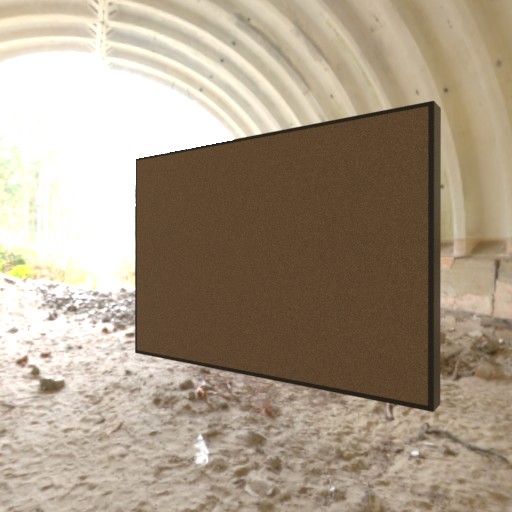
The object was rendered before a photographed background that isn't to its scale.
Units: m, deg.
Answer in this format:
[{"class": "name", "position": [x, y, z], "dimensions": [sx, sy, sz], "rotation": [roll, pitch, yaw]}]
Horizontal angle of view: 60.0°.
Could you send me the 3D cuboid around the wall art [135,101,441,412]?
[{"class": "wall art", "position": [0.000, 0.000, 1.206], "dimensions": [0.939, 0.640, 0.058], "rotation": [0, 0, 36]}]
